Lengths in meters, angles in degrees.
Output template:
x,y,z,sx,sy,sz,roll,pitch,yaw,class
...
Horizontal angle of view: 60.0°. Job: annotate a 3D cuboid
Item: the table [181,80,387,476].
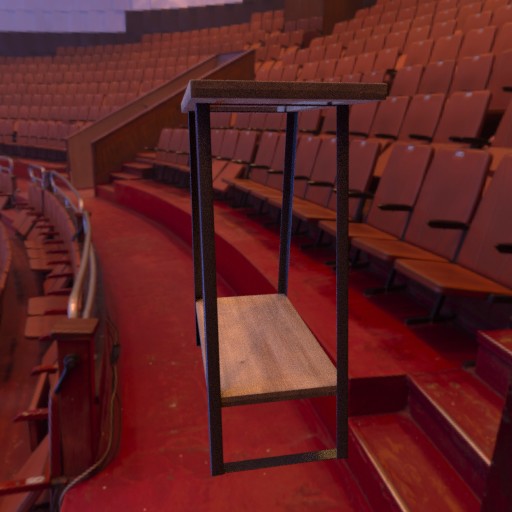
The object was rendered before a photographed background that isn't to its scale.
x,y,z,sx,sy,sz,roll,pitch,yaw,class
0.000,0.000,1.030,0.300,0.701,0.599,-3,16,-10,table
